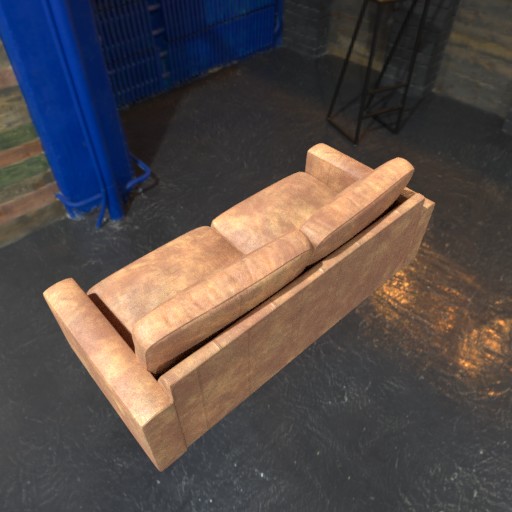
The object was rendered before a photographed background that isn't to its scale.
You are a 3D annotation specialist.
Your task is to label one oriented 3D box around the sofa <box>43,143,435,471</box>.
[{"bbox_3d":[0.000,0.000,2.662,2.179,0.873,1.016,-33,54,-28],"label":"sofa"}]
